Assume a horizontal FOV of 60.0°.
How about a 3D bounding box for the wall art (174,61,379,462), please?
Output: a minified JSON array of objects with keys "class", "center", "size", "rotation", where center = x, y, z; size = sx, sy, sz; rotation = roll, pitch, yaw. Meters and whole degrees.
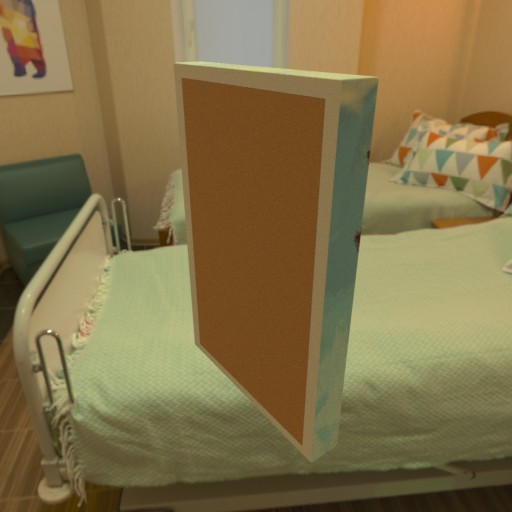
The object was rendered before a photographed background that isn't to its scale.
[{"class":"wall art","center":[0.000,0.000,0.485],"size":[0.039,0.380,0.251],"rotation":[-18,32,-32]}]
